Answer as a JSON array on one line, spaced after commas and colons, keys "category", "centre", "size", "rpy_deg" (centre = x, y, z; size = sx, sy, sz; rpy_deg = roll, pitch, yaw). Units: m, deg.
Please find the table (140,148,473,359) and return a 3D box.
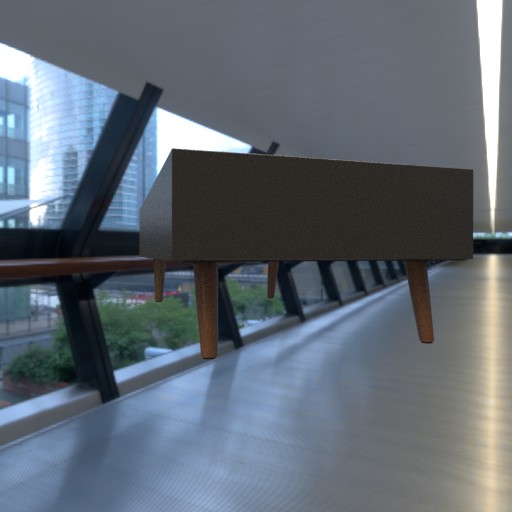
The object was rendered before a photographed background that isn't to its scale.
[{"category": "table", "centre": [0.000, 0.000, 1.495], "size": [0.703, 0.404, 1.201], "rpy_deg": [0, 0, -17]}]
